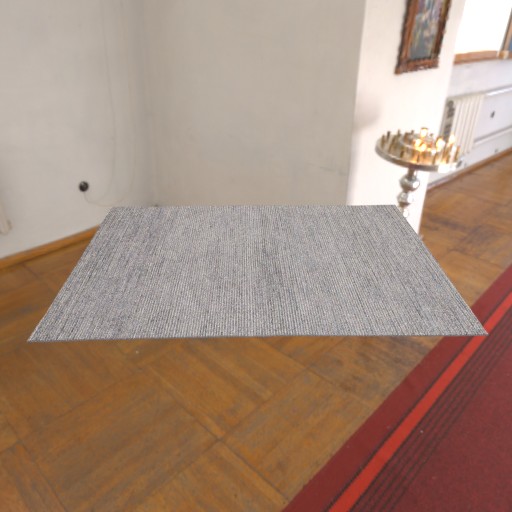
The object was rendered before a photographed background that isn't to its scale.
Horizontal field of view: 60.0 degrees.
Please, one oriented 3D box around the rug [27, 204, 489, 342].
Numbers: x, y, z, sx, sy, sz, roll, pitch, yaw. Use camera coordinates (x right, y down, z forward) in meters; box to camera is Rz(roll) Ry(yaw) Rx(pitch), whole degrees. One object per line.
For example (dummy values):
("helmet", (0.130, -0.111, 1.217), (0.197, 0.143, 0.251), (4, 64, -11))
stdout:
("rug", (0.000, 0.000, 2.882), (2.307, 0.030, 1.604), (0, 30, -1))
